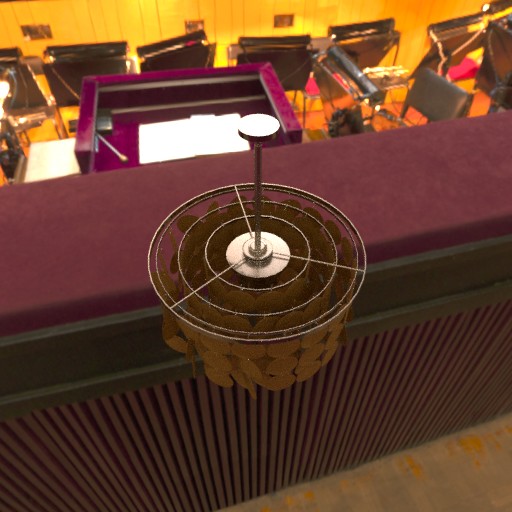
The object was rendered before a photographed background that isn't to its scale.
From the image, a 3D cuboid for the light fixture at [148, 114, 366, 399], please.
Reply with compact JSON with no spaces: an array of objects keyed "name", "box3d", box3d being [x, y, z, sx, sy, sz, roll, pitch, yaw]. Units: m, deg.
[{"name":"light fixture","box3d":[0.000,0.000,0.743,0.368,0.492,0.368,0,46,0]}]
